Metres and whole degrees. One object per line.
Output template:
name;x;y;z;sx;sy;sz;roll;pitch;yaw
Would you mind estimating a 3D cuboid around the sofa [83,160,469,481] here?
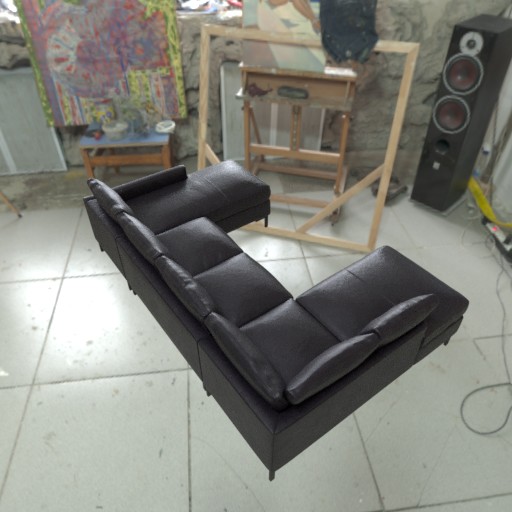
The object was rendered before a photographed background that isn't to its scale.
sofa;0.000;0.000;3.885;1.939;0.900;2.956;-26;48;-27
